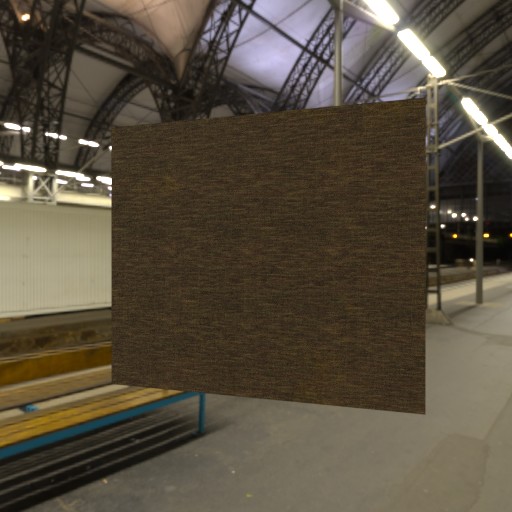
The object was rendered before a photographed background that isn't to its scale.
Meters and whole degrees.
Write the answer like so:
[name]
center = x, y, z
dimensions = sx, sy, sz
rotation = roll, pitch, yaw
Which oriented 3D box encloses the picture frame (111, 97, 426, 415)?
[picture frame]
center = 0.000, 0.000, 0.531
dimensions = 0.378, 0.330, 0.033
rotation = 0, 0, 17
